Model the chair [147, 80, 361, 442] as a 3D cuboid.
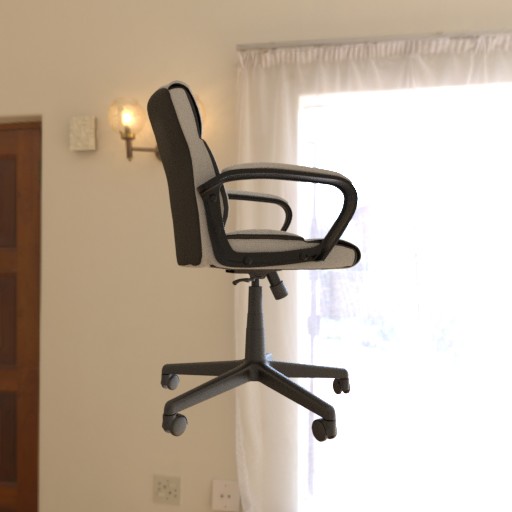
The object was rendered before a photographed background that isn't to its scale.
[{"bbox_3d":[0.000,0.000,1.499,0.717,1.004,0.739,0,0,-17],"label":"chair"}]
